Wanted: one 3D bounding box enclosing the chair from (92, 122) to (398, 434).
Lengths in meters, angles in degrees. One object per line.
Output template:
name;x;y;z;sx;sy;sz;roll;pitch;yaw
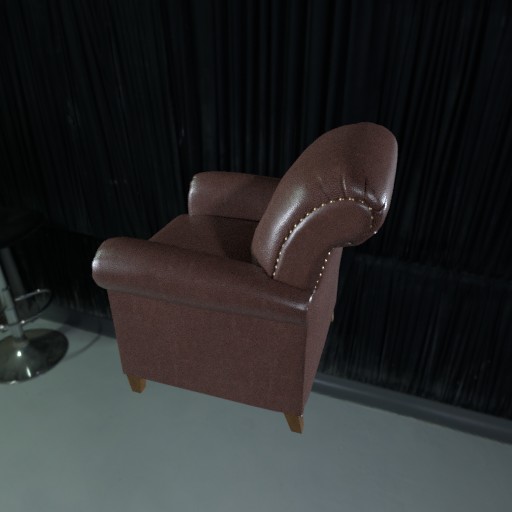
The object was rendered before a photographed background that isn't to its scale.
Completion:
chair;0.000;0.000;1.643;0.890;0.927;0.854;9;30;15
